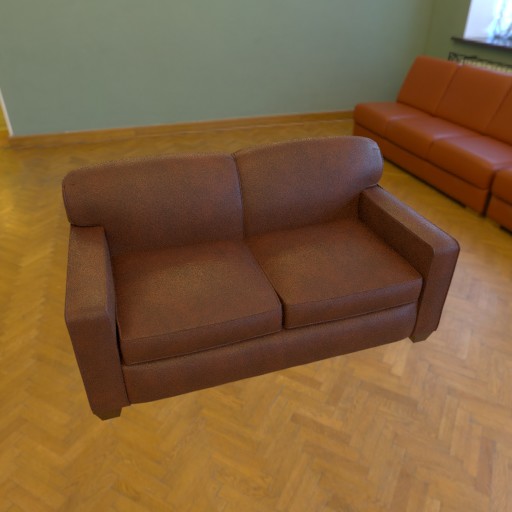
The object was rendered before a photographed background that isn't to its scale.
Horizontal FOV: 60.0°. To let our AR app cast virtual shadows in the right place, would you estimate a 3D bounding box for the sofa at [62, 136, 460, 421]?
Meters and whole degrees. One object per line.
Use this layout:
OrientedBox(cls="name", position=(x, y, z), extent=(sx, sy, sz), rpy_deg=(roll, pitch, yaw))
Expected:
OrientedBox(cls="sofa", position=(0.000, 0.000, 2.384), extent=(1.856, 0.966, 1.000), rpy_deg=(-10, 33, -15))
